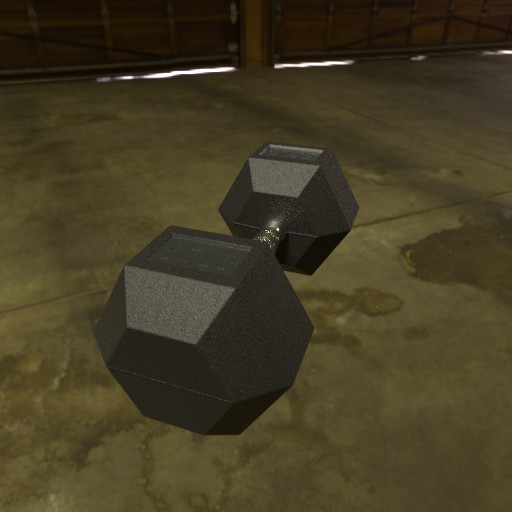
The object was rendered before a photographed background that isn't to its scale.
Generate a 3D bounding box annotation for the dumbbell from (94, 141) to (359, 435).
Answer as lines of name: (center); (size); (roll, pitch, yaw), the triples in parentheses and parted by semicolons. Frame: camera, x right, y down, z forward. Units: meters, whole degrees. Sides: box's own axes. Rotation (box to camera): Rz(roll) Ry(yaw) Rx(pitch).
dumbbell: (0.000, 0.000, 0.476); (0.173, 0.150, 0.384); (10, 32, 17)
